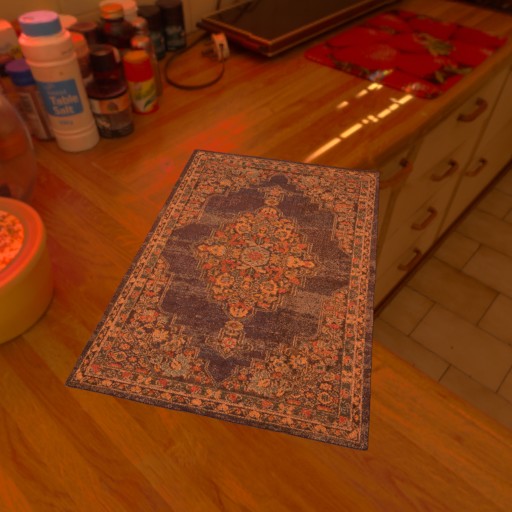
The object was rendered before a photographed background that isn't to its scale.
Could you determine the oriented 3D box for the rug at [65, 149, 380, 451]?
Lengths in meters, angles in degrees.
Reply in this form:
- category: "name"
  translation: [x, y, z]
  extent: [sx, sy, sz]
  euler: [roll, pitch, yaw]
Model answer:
- category: "rug"
  translation: [0.000, 0.000, 3.851]
  extent: [2.053, 0.011, 2.940]
  euler: [9, 47, 8]
